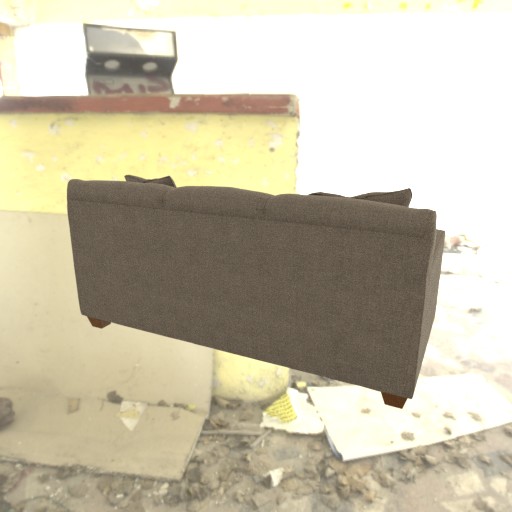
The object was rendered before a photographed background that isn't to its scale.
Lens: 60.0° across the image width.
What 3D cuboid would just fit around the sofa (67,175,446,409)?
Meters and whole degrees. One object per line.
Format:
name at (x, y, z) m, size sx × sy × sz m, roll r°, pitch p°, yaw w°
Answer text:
sofa at (0.000, 0.000, 2.654) m, size 2.024 × 0.958 × 0.997 m, roll 8°, pitch 19°, yaw 25°
